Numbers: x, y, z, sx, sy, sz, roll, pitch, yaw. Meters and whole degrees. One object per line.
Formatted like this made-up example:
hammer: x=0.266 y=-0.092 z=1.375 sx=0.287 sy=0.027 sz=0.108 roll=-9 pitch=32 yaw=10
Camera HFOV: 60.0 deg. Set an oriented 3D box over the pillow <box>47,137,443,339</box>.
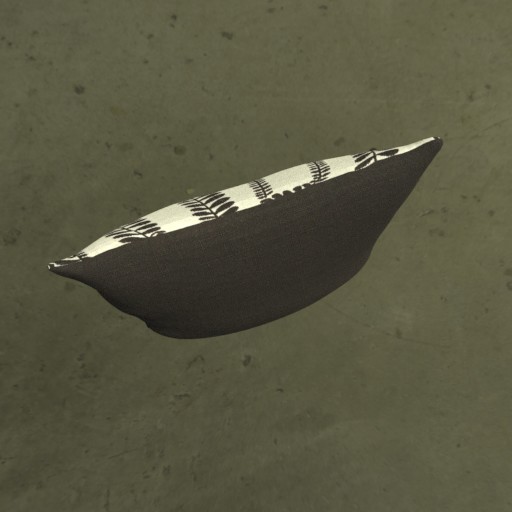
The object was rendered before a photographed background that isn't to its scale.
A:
pillow: x=0.000 y=0.000 z=0.659 sx=0.440 sy=0.441 sz=0.182 roll=-18 pitch=75 yaw=-5
